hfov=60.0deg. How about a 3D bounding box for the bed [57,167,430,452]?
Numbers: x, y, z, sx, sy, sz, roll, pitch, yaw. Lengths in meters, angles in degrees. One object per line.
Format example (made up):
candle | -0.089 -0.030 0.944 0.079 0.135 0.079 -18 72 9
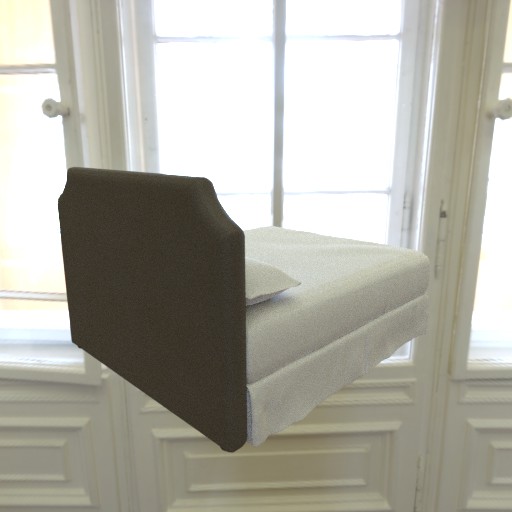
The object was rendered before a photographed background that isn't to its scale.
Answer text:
bed | 0.000 0.000 3.882 2.194 1.561 2.536 14 19 43
